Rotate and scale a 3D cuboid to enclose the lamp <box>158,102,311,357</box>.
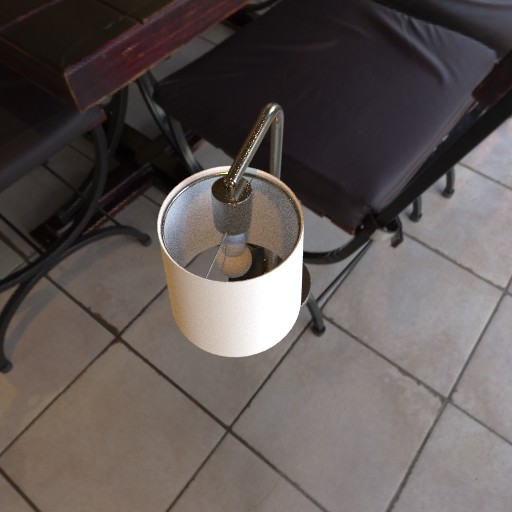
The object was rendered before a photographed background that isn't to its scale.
[{"bbox_3d":[0.000,0.000,0.649,0.171,0.489,0.333,16,59,10],"label":"lamp"}]
